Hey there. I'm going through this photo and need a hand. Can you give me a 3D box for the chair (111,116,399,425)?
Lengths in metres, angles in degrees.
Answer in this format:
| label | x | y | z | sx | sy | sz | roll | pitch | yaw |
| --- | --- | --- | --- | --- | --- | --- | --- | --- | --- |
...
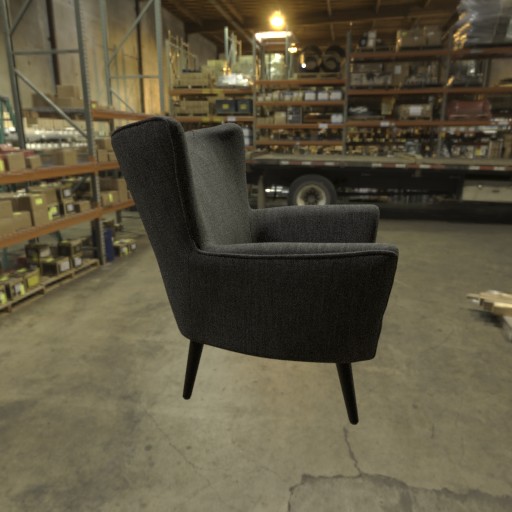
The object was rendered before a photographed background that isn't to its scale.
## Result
| label | x | y | z | sx | sy | sz | roll | pitch | yaw |
| --- | --- | --- | --- | --- | --- | --- | --- | --- | --- |
| chair | 0.000 | 0.000 | 1.583 | 0.888 | 0.933 | 0.781 | 3 | 16 | 10 |
